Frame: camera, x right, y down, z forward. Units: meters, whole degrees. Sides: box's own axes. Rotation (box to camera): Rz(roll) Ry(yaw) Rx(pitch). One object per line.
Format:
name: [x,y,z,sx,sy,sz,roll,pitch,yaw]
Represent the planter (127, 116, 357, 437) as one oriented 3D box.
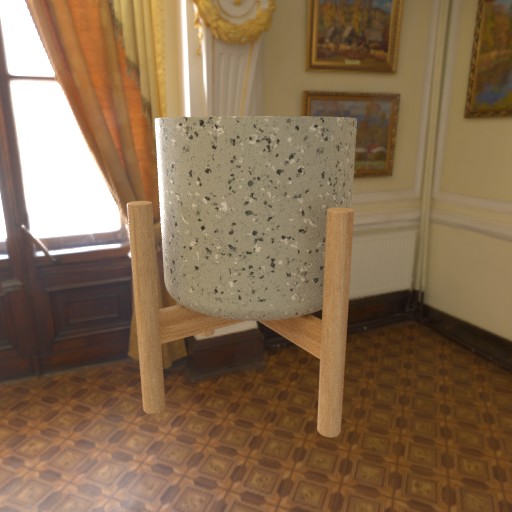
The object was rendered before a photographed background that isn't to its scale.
planter: [0.000,0.000,0.542,0.284,0.320,0.284,-3,16,-11]
